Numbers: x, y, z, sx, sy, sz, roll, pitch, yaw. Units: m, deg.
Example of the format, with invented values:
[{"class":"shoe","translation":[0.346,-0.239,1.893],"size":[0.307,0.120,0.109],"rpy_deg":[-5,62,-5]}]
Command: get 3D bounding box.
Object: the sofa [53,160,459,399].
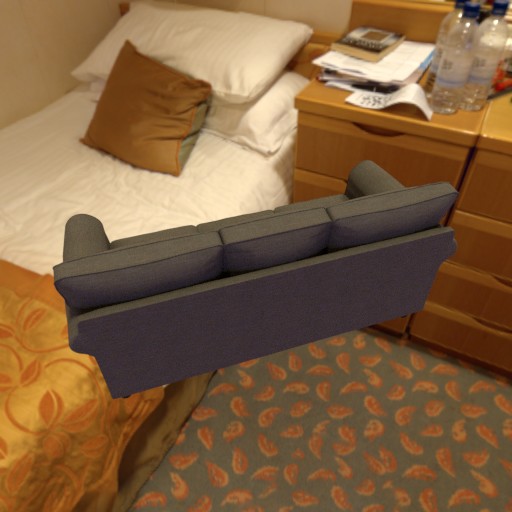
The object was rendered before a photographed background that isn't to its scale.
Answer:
[{"class":"sofa","translation":[0.000,0.000,2.621],"size":[2.084,0.966,0.909],"rpy_deg":[-13,44,-14]}]
